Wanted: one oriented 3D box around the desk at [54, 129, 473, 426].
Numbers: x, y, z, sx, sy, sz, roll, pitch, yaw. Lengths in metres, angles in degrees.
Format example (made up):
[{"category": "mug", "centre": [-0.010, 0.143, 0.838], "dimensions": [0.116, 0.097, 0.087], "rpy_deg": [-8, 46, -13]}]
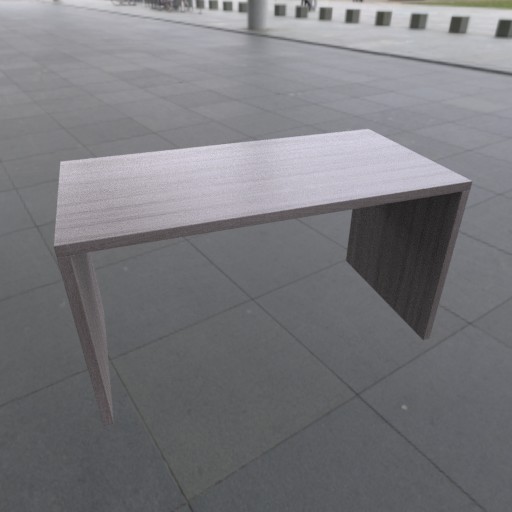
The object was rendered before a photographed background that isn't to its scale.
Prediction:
[{"category": "desk", "centre": [0.000, 0.000, 1.844], "dimensions": [1.380, 0.745, 0.690], "rpy_deg": [-10, 33, -16]}]
